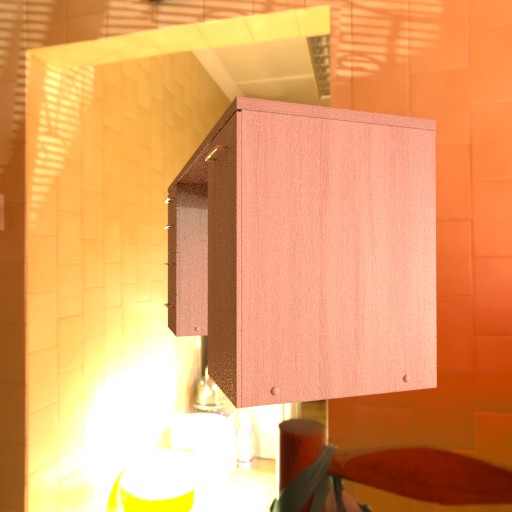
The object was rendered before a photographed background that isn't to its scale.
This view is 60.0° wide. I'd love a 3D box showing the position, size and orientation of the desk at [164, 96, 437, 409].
[{"bbox_3d":[0.000,0.000,1.790,0.600,0.740,1.390,0,-1,-18],"label":"desk"}]
